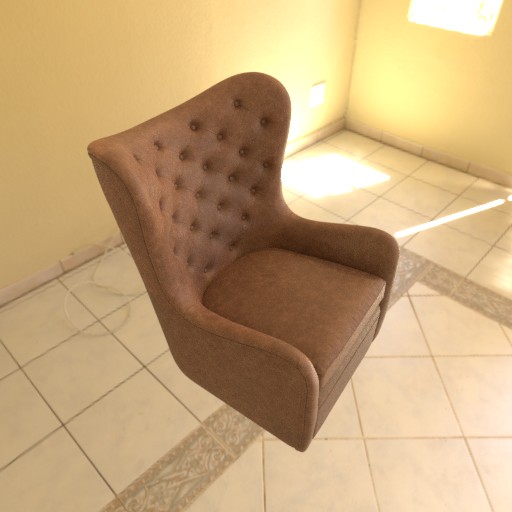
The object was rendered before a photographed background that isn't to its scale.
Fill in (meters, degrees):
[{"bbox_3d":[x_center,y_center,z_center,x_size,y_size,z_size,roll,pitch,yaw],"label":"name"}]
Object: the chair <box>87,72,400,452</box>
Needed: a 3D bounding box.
[{"bbox_3d":[0.000,0.000,1.714,0.930,1.079,0.831,24,46,25],"label":"chair"}]
